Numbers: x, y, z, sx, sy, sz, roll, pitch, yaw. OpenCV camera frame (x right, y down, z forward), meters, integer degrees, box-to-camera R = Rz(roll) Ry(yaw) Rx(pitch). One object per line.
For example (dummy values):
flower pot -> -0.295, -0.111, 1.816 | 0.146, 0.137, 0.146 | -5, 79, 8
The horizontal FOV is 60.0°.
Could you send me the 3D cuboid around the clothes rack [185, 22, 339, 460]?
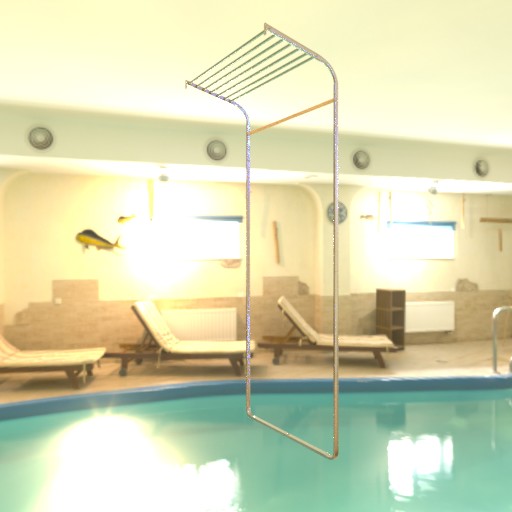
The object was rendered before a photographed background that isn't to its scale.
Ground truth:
clothes rack -> 0.000, 0.000, 1.840 | 0.349, 1.574, 0.609 | 0, 0, -35
